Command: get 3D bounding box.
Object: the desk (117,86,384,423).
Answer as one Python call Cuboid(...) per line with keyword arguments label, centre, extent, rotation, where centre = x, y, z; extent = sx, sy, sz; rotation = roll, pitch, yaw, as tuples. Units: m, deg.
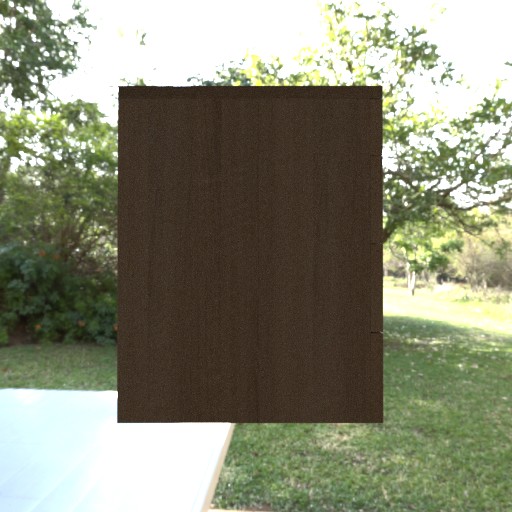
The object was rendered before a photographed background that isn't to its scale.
Cuboid(label="desk", centre=(0.000, 0.000, 1.509), extent=(0.600, 0.731, 1.100), rotation=(0, 0, 0))
